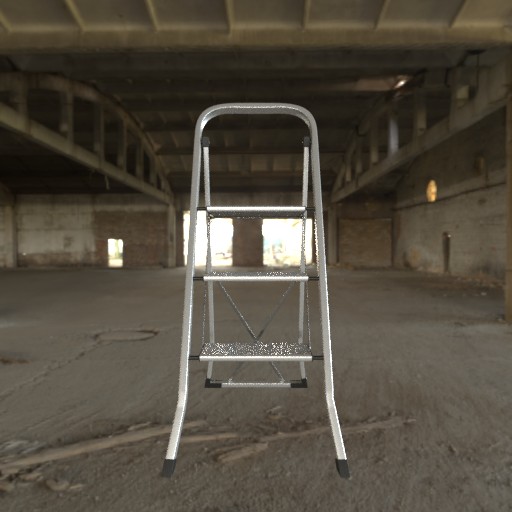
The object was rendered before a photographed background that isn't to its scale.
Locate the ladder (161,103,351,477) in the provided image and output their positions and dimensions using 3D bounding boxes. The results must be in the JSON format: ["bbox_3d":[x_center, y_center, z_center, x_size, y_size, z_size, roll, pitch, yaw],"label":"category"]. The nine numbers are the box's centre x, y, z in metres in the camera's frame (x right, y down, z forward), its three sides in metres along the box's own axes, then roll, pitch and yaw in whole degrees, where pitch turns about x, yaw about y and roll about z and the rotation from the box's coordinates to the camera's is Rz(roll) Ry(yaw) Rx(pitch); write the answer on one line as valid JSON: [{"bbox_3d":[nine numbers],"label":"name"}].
[{"bbox_3d":[0.000,0.000,1.424,0.465,1.070,0.704,0,1,0],"label":"ladder"}]
